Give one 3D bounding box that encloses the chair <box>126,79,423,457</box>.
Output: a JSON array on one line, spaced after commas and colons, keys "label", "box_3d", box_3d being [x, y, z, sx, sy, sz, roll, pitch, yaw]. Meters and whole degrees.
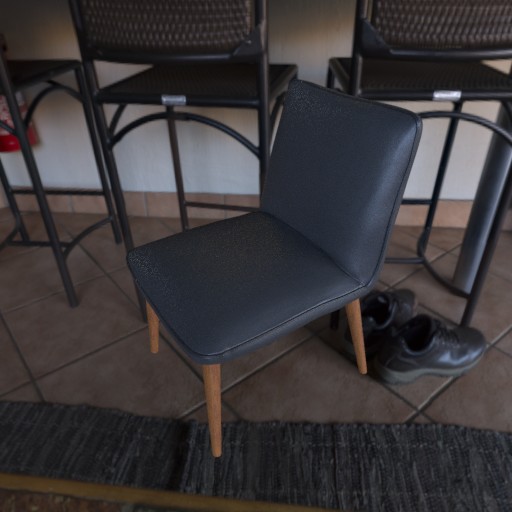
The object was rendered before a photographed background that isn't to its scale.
[{"label": "chair", "box_3d": [0.000, 0.000, 1.220, 0.645, 0.801, 0.543, -22, 39, -30]}]
